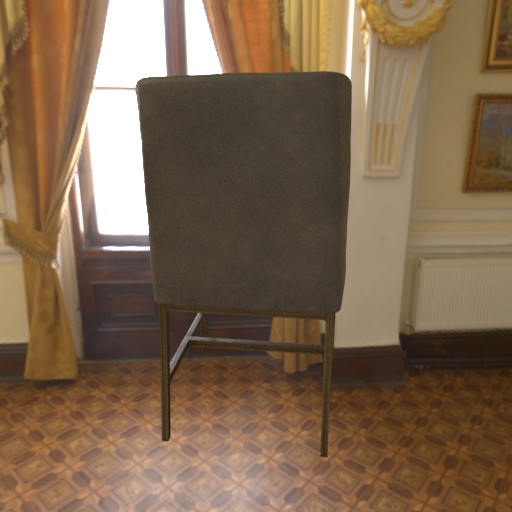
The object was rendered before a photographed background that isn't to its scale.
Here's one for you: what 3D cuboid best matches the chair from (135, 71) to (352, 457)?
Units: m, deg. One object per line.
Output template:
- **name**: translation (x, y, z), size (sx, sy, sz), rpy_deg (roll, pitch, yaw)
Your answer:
- **chair**: translation (0.000, 0.000, 1.243), size (0.508, 0.889, 0.587), rpy_deg (2, 15, 8)
